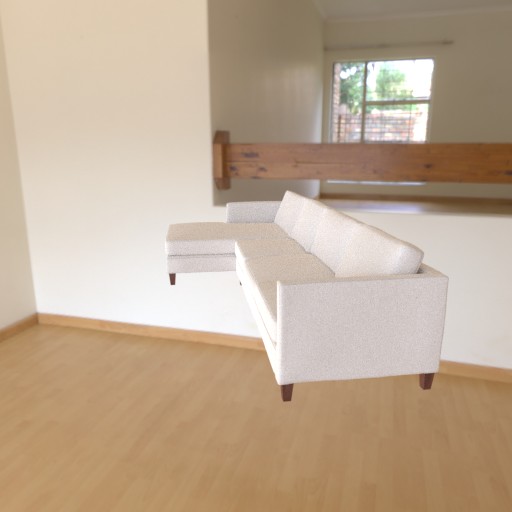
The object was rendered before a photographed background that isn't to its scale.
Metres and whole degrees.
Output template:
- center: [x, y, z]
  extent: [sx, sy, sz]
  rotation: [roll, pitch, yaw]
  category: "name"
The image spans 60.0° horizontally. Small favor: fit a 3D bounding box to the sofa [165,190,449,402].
- center: [0.000, 0.000, 3.820]
  extent: [1.625, 0.846, 3.186]
  rotation: [-2, 15, -8]
  category: "sofa"
